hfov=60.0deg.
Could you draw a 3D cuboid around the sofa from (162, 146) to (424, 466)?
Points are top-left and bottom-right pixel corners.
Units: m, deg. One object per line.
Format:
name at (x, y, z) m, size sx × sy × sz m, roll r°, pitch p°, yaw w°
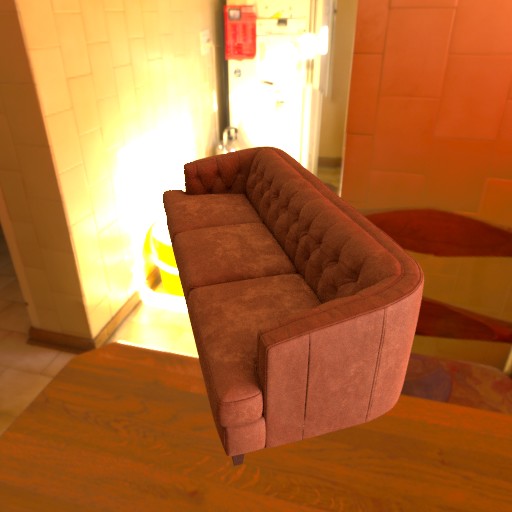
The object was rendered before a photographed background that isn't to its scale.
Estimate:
sofa at (0.000, 0.000, 2.654) m, size 0.922 × 0.791 × 2.257 m, roll -8°, pitch 30°, yaw -14°
